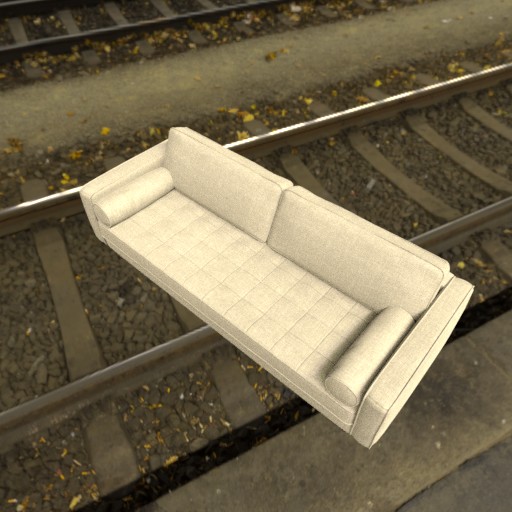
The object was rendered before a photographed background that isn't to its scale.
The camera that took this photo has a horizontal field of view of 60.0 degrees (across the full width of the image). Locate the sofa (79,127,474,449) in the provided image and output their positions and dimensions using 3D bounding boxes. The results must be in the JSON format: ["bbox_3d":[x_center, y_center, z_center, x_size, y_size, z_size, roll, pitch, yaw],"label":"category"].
[{"bbox_3d":[0.000,0.000,2.634,2.211,0.762,0.914,33,55,27],"label":"sofa"}]
